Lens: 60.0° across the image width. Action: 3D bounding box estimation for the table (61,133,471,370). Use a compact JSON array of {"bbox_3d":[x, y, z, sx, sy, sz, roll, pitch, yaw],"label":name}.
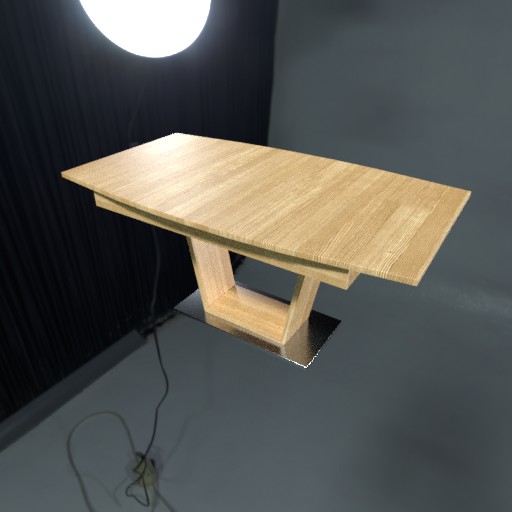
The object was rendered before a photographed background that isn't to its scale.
[{"bbox_3d":[0.000,0.000,2.099,1.598,0.748,0.900,18,35,28],"label":"table"}]
